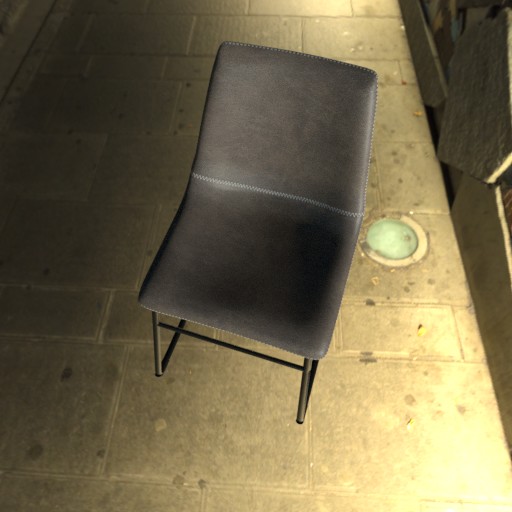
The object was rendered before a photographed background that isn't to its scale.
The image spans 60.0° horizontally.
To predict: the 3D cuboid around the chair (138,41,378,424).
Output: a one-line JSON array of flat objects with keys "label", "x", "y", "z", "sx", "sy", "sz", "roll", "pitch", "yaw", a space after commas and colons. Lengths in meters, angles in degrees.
[{"label": "chair", "x": 0.000, "y": 0.000, "z": 1.107, "sx": 0.460, "sy": 0.780, "sz": 0.550, "roll": 15, "pitch": 59, "yaw": 9}]
